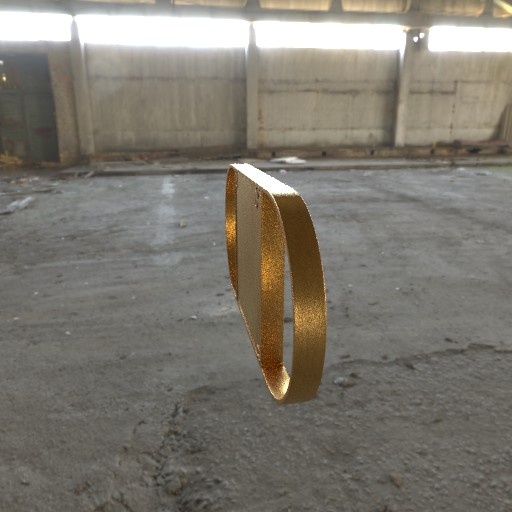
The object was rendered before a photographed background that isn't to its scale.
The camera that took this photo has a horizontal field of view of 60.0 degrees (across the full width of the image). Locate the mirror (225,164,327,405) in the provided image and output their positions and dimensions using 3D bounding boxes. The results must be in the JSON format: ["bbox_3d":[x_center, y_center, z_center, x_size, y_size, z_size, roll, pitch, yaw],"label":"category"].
[{"bbox_3d":[0.000,0.000,0.695,0.032,0.254,0.584,-3,17,-10],"label":"mirror"}]
